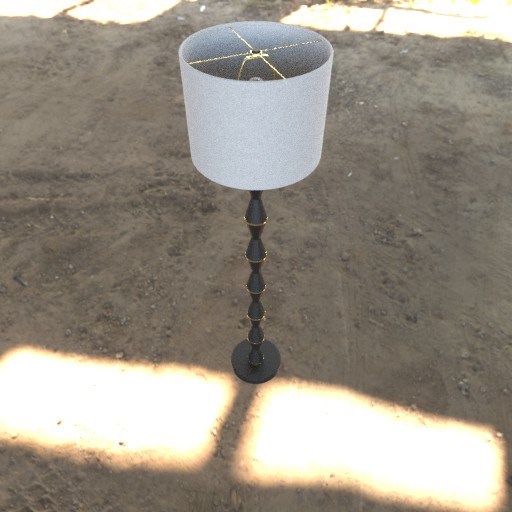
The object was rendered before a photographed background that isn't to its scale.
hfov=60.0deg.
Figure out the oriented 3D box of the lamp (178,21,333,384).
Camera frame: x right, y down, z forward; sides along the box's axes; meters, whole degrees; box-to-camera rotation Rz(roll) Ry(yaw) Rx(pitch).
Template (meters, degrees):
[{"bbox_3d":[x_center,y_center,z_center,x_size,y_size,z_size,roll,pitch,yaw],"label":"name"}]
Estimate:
[{"bbox_3d":[0.000,0.000,1.626,0.381,1.480,0.381,-17,48,-16],"label":"lamp"}]
